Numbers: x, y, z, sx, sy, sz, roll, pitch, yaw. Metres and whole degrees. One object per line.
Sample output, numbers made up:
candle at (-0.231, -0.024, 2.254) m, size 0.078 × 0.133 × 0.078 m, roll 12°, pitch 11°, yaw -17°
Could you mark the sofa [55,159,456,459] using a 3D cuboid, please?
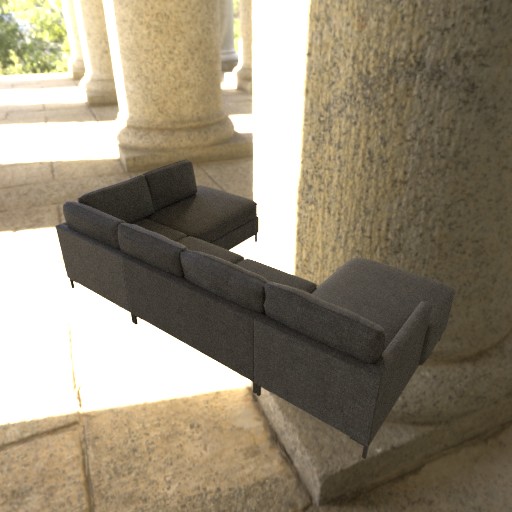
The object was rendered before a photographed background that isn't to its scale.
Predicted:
sofa at (0.000, 0.000, 4.229) m, size 3.423 × 0.999 × 2.048 m, roll 20°, pitch 35°, yaw 32°
